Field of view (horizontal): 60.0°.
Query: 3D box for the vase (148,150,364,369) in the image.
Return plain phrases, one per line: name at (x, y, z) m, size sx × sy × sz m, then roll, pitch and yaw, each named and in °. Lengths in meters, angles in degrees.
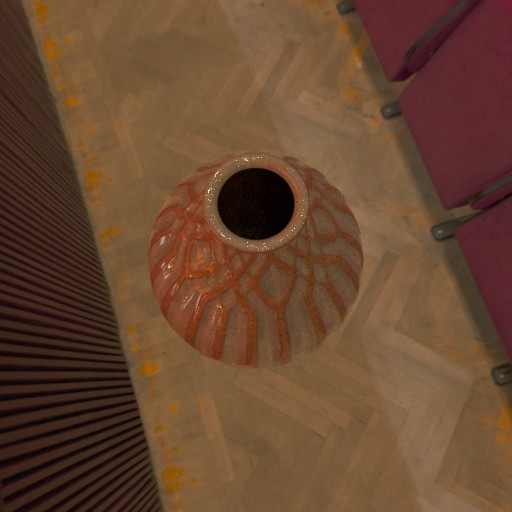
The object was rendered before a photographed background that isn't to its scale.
vase at (0.000, 0.000, 0.265) m, size 0.131 × 0.175 × 0.131 m, roll 0°, pitch 75°, yaw 0°
